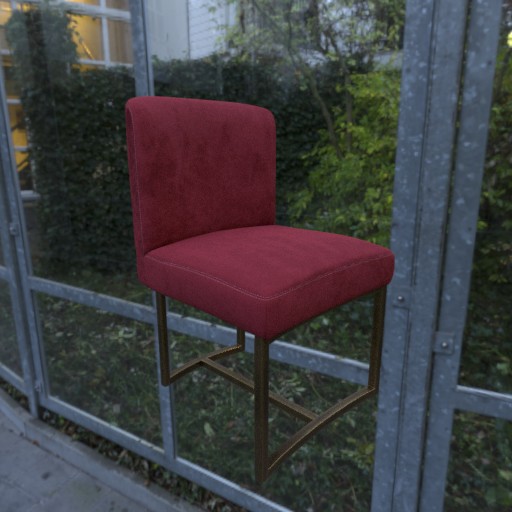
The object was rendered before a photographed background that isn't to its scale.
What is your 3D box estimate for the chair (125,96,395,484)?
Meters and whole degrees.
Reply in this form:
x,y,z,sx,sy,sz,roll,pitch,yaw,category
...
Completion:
x,y,z,sx,sy,sz,roll,pitch,yaw,category
0.000,0.000,1.190,0.560,0.824,0.530,14,20,42,chair
